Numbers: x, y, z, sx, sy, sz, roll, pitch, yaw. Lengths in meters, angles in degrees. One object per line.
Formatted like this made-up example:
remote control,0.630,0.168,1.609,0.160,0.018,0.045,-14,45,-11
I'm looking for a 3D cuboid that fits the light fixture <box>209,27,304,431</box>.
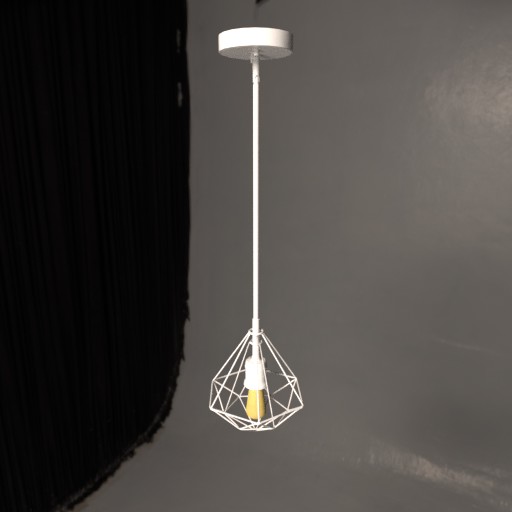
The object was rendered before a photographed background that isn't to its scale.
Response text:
light fixture,0.000,0.000,1.950,0.487,1.764,0.431,7,16,27
